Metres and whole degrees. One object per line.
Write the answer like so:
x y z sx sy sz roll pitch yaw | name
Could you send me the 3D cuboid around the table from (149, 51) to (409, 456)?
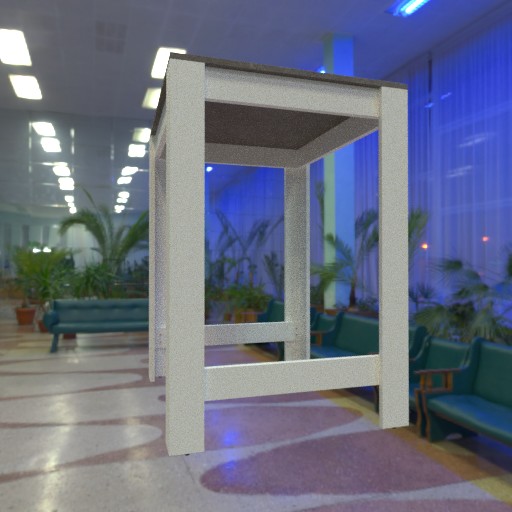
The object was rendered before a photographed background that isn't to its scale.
0.000 0.000 1.596 0.700 1.020 0.800 0 -1 -17 | table
